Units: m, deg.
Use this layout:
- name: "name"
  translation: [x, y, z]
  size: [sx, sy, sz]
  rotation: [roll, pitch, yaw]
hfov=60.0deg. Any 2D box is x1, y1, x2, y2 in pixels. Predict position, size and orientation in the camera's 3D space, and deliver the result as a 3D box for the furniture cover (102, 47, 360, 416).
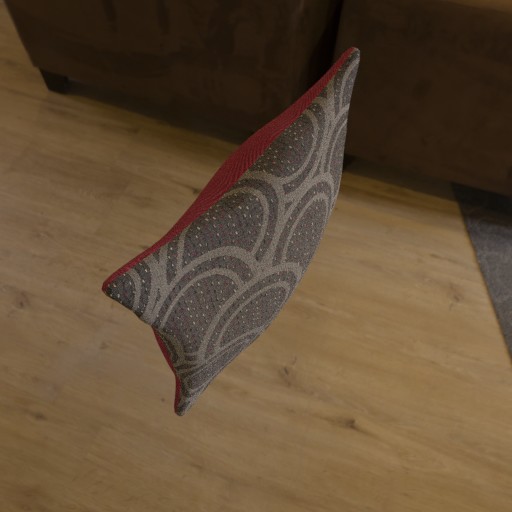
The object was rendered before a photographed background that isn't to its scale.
- name: "furniture cover"
  translation: [0.000, 0.000, 0.766]
  size: [0.163, 0.513, 0.514]
  rotation: [32, 62, 19]
